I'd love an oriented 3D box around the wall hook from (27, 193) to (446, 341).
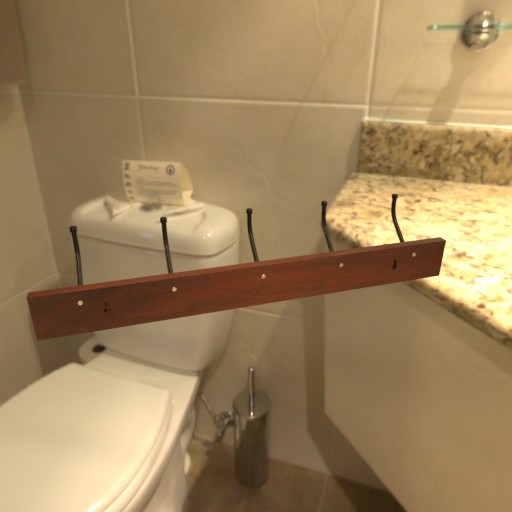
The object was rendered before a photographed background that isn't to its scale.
[{"bbox_3d":[0.000,0.000,0.615,0.571,0.117,0.071,-7,26,-15],"label":"wall hook"}]
